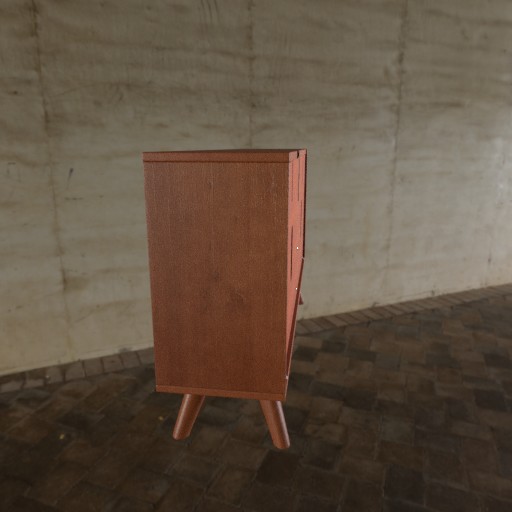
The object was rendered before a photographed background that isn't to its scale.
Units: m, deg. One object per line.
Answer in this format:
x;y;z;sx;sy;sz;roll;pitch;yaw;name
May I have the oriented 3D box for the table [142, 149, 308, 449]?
0.000;0.000;1.494;0.308;0.698;1.220;2;14;8;table
